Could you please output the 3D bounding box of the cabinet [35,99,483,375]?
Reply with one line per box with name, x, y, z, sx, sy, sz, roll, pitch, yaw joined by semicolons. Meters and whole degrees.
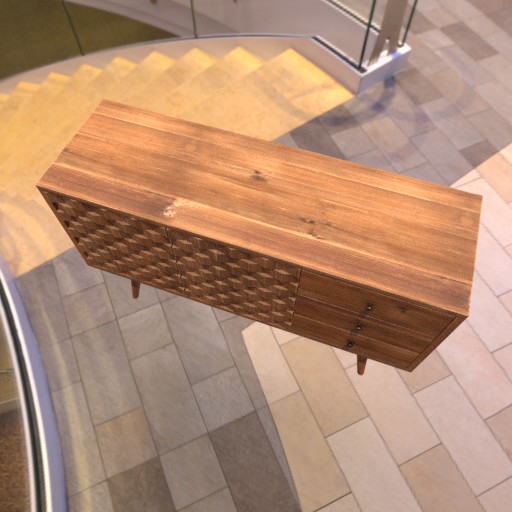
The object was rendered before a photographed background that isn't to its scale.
cabinet;0.000;0.000;1.789;1.400;0.800;0.472;17;60;10
